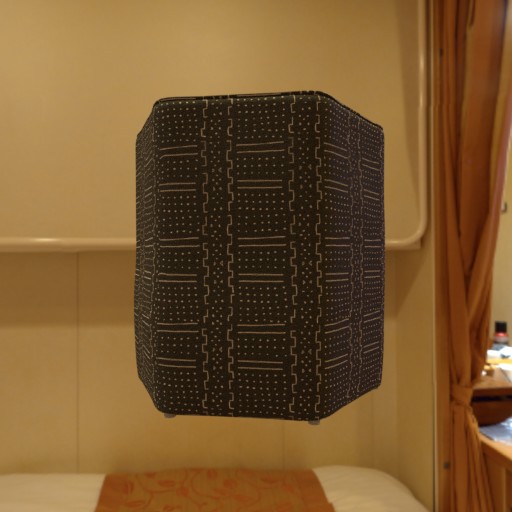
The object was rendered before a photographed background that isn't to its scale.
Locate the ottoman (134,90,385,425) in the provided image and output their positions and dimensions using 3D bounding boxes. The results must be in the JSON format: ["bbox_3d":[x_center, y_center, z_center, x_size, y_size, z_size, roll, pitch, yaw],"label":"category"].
[{"bbox_3d":[0.000,0.000,0.872,0.443,0.502,0.494,0,0,37],"label":"ottoman"}]
